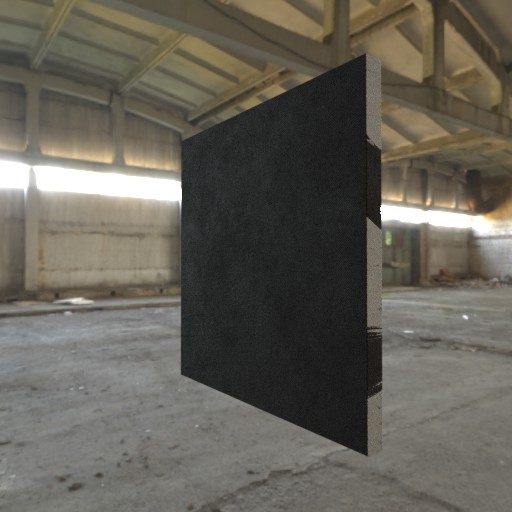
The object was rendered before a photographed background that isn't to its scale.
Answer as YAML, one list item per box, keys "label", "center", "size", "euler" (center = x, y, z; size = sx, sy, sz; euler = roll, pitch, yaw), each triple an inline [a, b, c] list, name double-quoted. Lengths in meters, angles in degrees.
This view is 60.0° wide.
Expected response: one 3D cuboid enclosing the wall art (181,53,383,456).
- label: "wall art"
  center: [0.000, 0.000, 1.159]
  size: [0.046, 0.765, 0.765]
  euler: [1, -1, -37]
